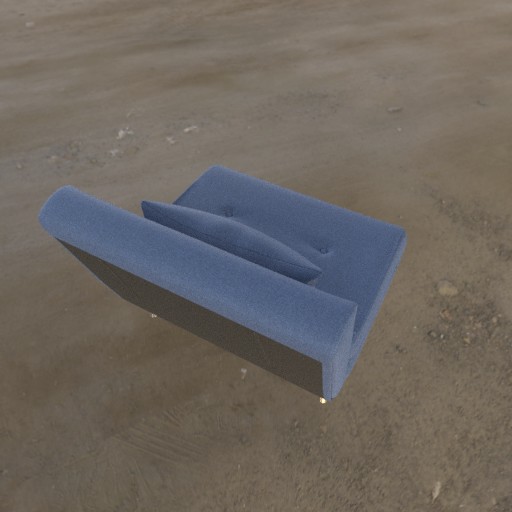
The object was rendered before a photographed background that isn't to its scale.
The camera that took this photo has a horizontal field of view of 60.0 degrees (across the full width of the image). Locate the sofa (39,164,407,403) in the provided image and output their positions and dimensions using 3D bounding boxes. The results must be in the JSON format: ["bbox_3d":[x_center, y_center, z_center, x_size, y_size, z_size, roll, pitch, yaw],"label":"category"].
[{"bbox_3d":[0.000,0.000,1.756,0.999,0.860,0.996,22,51,19],"label":"sofa"}]
